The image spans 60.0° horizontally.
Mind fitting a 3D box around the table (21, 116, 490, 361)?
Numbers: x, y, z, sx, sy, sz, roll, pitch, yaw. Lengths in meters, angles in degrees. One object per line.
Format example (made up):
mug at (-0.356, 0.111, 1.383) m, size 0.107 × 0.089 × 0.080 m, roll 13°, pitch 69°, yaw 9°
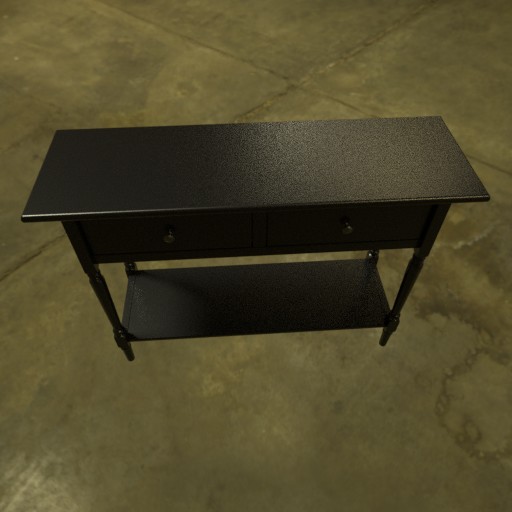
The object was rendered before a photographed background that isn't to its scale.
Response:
table at (0.000, 0.000, 1.547) m, size 1.191 × 0.819 × 0.386 m, roll -3°, pitch 49°, yaw -2°
